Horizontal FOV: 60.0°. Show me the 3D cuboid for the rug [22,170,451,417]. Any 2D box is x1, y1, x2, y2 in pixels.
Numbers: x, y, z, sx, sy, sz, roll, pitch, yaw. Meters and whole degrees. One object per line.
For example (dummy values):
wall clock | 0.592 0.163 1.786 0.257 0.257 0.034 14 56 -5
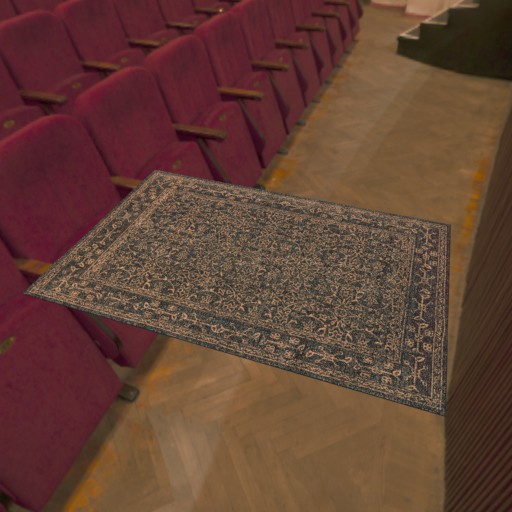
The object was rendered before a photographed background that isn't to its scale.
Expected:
rug | 0.000 0.000 2.203 1.819 0.005 1.200 13 42 15
